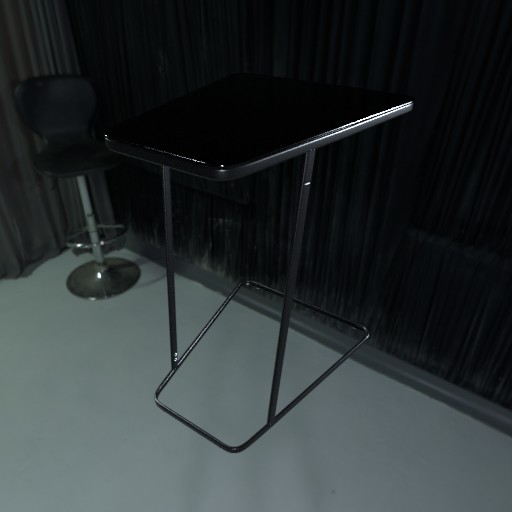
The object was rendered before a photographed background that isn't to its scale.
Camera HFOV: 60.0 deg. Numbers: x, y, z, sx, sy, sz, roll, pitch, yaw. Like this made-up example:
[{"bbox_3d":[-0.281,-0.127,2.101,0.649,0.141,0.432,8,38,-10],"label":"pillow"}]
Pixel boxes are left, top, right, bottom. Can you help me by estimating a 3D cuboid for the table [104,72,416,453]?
[{"bbox_3d":[0.000,0.000,0.955,0.427,0.624,0.500,20,39,28],"label":"table"}]
